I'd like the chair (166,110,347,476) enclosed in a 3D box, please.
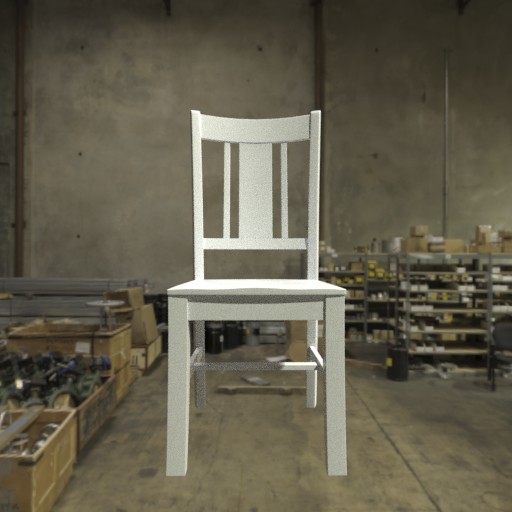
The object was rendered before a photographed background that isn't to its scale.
[{"bbox_3d":[0.000,0.000,1.272,0.450,0.998,0.555,0,0,0],"label":"chair"}]
